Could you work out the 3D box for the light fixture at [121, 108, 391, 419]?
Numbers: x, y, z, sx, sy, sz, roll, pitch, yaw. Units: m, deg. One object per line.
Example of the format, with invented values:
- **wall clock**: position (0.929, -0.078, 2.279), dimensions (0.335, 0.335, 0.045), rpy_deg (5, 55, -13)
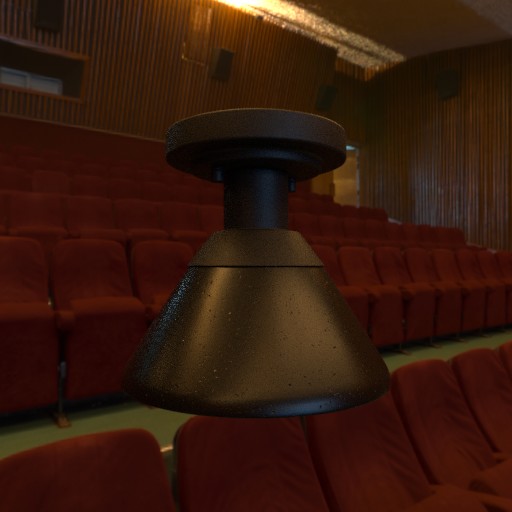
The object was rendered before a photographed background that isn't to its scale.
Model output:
- **light fixture**: position (0.000, 0.000, 0.345), dimensions (0.200, 0.183, 0.200), rpy_deg (0, -1, 0)
